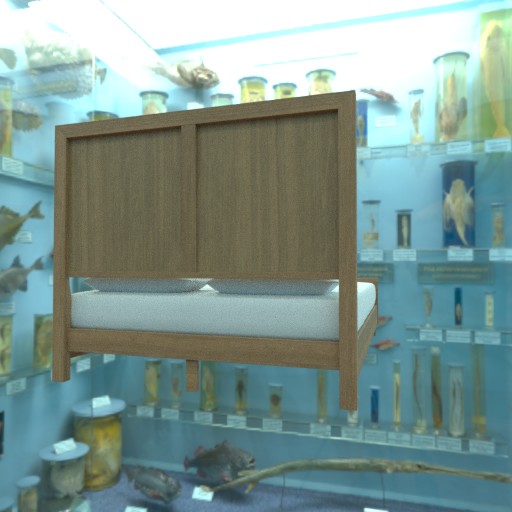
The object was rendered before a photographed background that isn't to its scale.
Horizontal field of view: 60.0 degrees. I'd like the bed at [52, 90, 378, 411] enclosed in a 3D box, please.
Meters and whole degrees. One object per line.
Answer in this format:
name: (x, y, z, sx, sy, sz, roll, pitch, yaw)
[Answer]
bed: (0.000, 0.000, 3.198, 1.606, 1.387, 2.184, 0, -1, 18)
